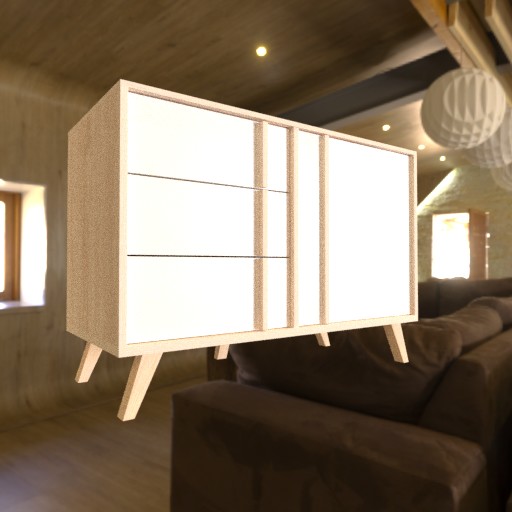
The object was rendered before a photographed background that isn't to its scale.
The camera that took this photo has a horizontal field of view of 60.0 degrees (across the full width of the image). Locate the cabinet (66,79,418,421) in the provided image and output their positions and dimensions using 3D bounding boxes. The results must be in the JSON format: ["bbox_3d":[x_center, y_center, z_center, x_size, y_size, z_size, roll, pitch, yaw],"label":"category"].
[{"bbox_3d":[0.000,0.000,1.520,1.110,0.780,0.500,1,-1,-36],"label":"cabinet"}]
